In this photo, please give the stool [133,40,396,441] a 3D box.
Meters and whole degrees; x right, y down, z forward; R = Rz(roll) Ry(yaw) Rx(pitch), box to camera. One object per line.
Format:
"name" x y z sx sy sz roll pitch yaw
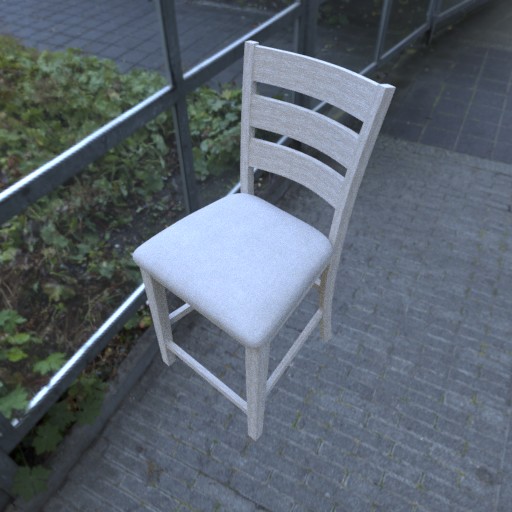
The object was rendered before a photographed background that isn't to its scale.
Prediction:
"stool" 0.000 0.000 1.353 0.484 1.032 0.569 32 53 27
